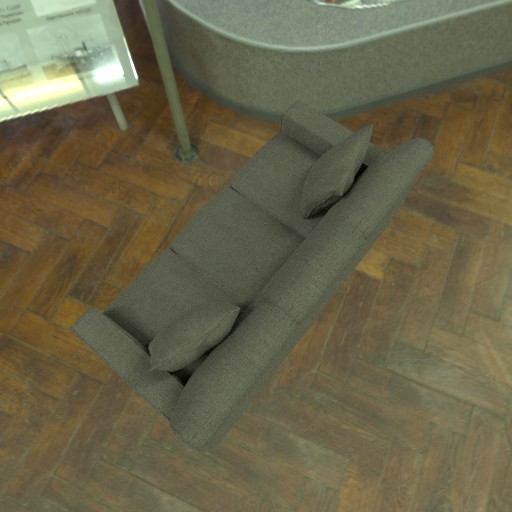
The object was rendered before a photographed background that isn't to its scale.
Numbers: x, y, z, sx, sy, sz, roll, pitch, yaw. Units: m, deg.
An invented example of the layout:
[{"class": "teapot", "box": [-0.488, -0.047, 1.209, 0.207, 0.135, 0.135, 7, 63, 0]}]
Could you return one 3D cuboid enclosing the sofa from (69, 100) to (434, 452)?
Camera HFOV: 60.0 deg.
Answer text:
[{"class": "sofa", "box": [0.000, 0.000, 2.655, 0.997, 0.958, 2.024, 36, 71, 15]}]
